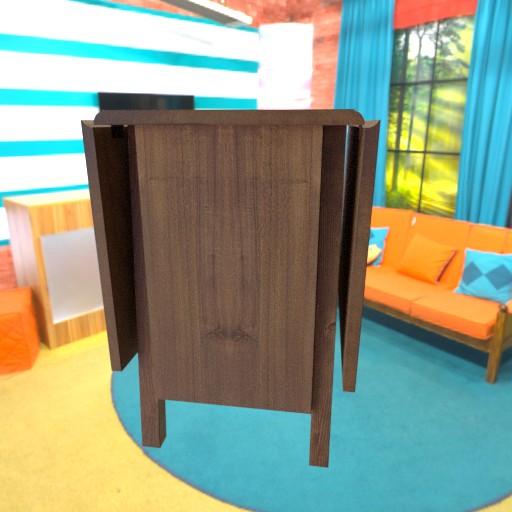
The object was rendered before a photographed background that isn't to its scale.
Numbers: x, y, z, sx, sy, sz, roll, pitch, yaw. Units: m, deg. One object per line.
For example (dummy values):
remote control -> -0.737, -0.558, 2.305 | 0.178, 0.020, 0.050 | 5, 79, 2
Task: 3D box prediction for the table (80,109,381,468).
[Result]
table -> 0.000, 0.000, 1.605 | 0.701, 0.981, 0.967 | 3, 17, 9
